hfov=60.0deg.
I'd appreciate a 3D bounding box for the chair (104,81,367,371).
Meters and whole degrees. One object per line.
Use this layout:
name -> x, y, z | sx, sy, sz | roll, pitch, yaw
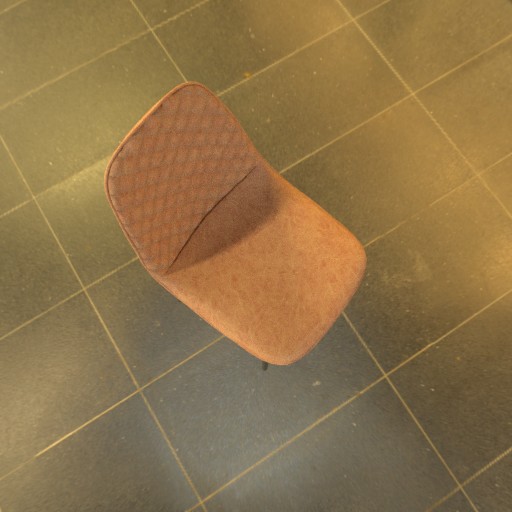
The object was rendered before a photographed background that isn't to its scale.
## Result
chair -> 0.000, 0.000, 1.243 | 0.561, 0.889, 0.472 | 37, 79, 8
